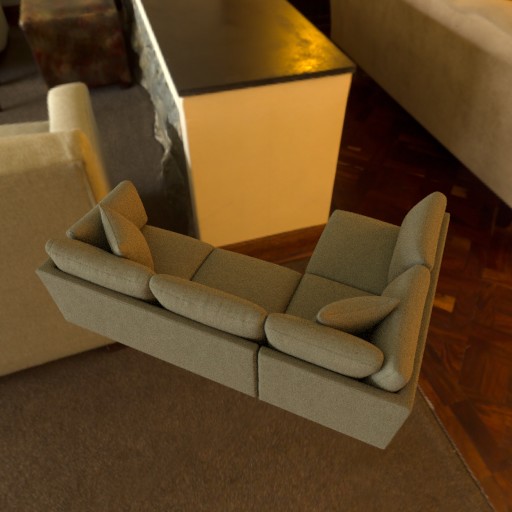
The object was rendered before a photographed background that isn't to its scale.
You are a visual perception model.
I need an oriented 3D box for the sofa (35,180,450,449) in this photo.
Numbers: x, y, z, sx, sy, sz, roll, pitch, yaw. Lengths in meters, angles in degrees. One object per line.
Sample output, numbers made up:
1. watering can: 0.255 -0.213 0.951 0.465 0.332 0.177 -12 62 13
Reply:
1. sofa: 0.000 0.000 3.819 2.896 0.978 1.994 17 49 16
